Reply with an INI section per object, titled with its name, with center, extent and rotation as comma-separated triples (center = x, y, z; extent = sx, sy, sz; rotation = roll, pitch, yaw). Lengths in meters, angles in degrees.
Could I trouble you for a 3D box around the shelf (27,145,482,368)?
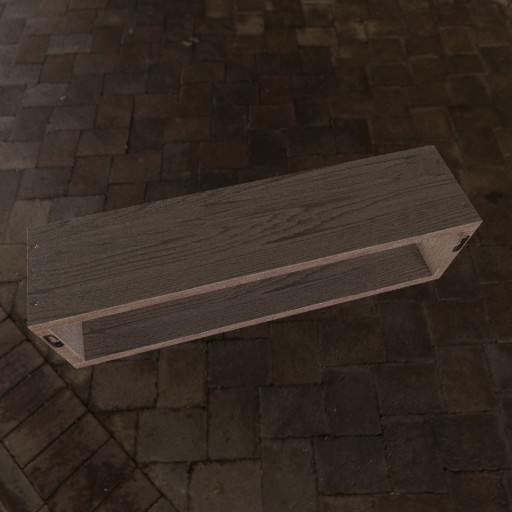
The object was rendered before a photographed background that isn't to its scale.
[shelf]
center = 0.000, 0.000, 0.684
extent = 0.610, 0.170, 0.150
rotation = -13, 60, -8
